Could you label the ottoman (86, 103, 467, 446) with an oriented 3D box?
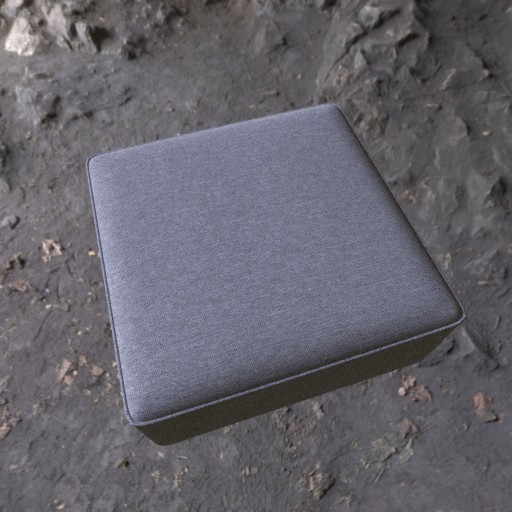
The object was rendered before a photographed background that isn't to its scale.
[{"bbox_3d":[0.000,0.000,1.602,1.005,0.455,1.005,-15,60,-9],"label":"ottoman"}]
